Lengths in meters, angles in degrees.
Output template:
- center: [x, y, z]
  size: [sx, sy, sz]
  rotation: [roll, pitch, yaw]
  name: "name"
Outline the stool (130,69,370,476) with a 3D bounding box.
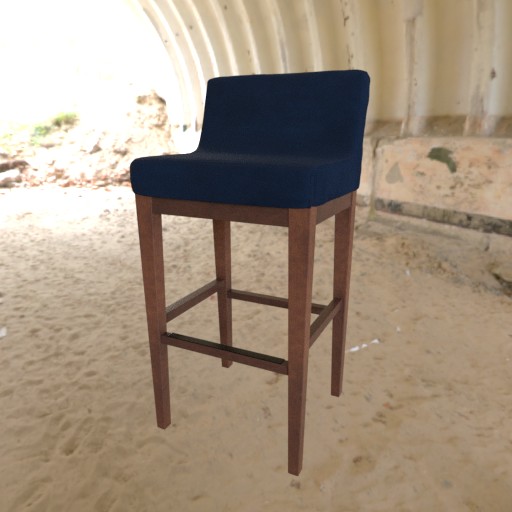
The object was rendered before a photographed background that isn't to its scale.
- center: [0.000, 0.000, 1.307]
  size: [0.511, 1.037, 0.500]
  rotation: [8, 18, 25]
  name: "stool"
